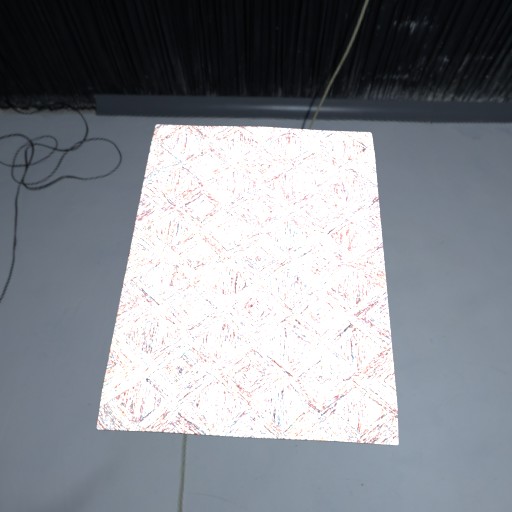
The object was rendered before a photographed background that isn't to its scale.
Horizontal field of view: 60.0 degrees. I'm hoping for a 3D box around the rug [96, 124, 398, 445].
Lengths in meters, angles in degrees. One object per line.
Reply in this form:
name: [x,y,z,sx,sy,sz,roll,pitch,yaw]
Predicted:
rug: [0.000,0.000,4.234,2.436,0.024,3.226,2,63,1]
